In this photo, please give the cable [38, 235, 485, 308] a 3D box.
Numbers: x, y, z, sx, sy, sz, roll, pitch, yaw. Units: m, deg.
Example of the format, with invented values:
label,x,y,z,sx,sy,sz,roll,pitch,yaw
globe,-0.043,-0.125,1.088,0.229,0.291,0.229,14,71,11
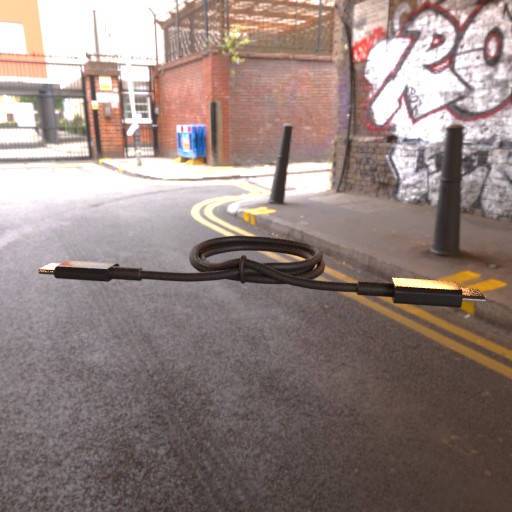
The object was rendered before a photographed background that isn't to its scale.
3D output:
label,x,y,z,sx,sy,sz,roll,pitch,yaw
cable,0.000,0.000,0.217,0.192,0.014,0.070,3,17,10
